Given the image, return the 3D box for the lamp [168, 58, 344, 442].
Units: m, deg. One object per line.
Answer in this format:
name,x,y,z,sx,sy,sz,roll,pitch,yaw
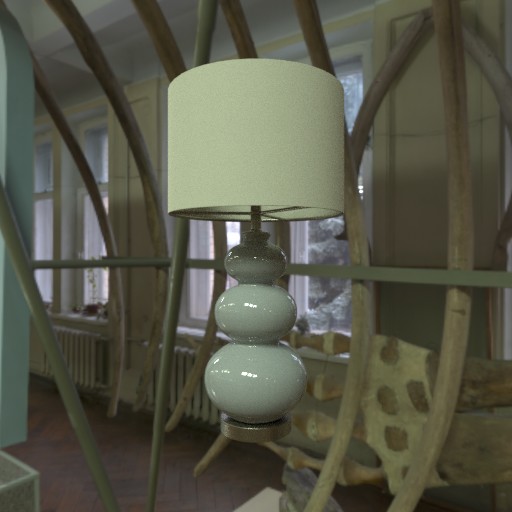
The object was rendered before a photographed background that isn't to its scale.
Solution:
lamp,0.000,0.000,0.941,0.367,0.730,0.367,0,0,36
